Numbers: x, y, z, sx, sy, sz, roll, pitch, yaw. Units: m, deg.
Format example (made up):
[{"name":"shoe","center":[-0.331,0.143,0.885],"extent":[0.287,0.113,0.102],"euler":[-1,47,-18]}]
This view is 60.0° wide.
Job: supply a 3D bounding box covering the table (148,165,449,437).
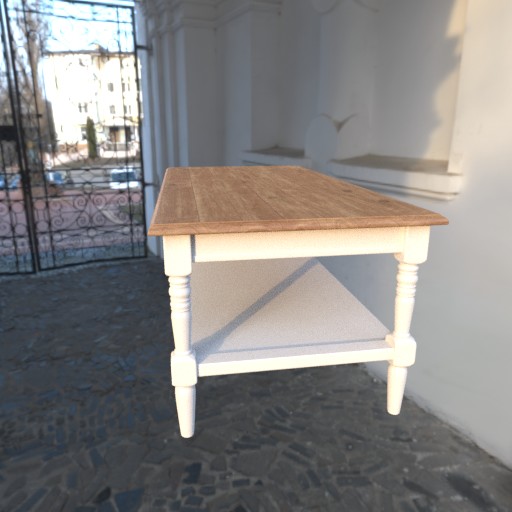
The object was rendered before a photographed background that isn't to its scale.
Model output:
[{"name":"table","center":[0.000,0.000,1.388],"extent":[0.559,0.458,1.118],"euler":[-3,17,-9]}]
